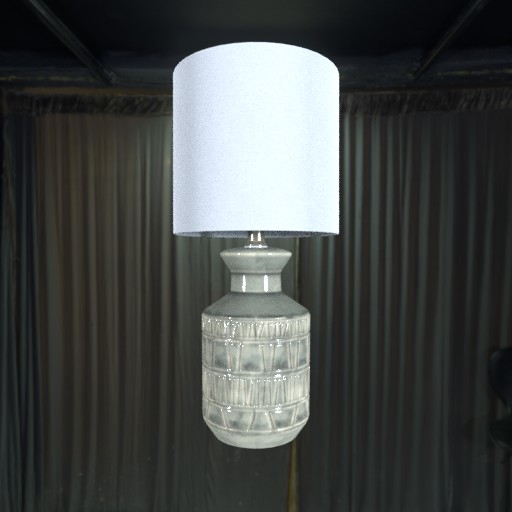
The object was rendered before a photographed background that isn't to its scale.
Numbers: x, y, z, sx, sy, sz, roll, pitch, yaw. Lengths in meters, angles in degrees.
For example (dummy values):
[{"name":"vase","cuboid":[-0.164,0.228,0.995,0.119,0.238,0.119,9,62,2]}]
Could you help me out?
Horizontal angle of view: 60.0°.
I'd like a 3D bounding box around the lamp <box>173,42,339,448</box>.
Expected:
[{"name":"lamp","cuboid":[0.000,0.000,0.576,0.211,0.455,0.211,0,0,0]}]
